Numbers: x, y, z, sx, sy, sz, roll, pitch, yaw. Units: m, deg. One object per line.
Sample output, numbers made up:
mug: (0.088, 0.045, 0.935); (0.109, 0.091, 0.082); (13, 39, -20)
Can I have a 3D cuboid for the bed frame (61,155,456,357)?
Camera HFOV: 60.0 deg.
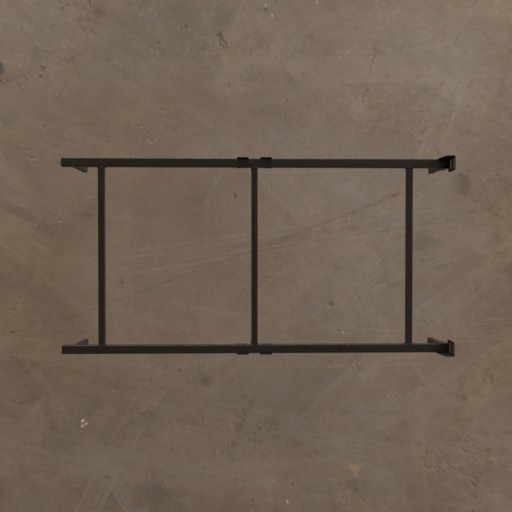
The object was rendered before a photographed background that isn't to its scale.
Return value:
bed frame: (0.000, 0.000, 2.222); (1.897, 0.248, 0.968); (0, 91, -1)
